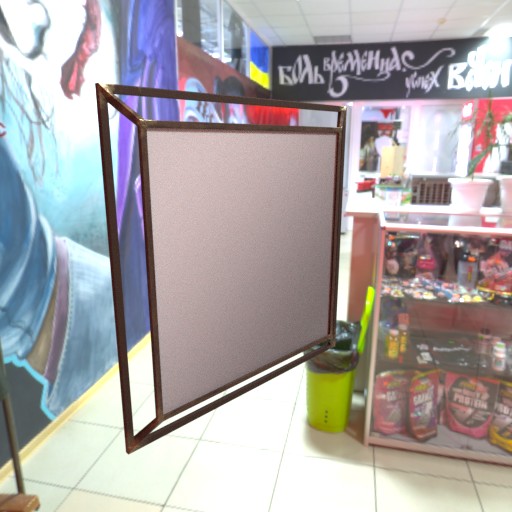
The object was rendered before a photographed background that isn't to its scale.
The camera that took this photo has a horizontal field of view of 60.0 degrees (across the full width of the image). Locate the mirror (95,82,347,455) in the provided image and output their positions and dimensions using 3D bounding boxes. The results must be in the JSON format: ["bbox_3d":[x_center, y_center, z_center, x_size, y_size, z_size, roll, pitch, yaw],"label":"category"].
[{"bbox_3d":[0.000,0.000,0.901,0.610,0.610,0.032,-14,20,-43],"label":"mirror"}]
